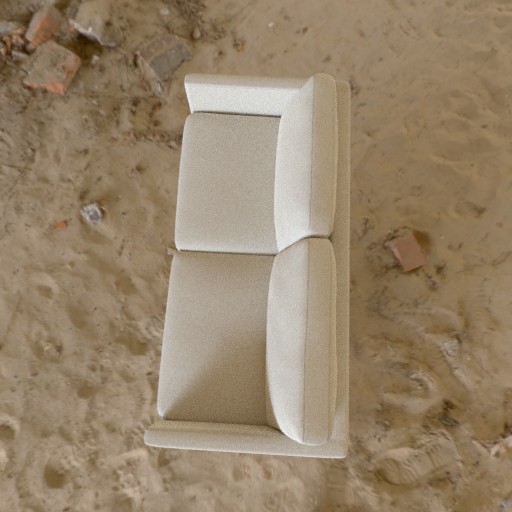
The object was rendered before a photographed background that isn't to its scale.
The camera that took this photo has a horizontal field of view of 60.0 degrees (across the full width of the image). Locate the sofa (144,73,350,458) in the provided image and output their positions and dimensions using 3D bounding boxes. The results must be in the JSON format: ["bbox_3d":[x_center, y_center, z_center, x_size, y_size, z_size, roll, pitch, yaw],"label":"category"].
[{"bbox_3d":[0.000,0.000,2.488,0.965,0.889,1.981,3,76,1],"label":"sofa"}]
